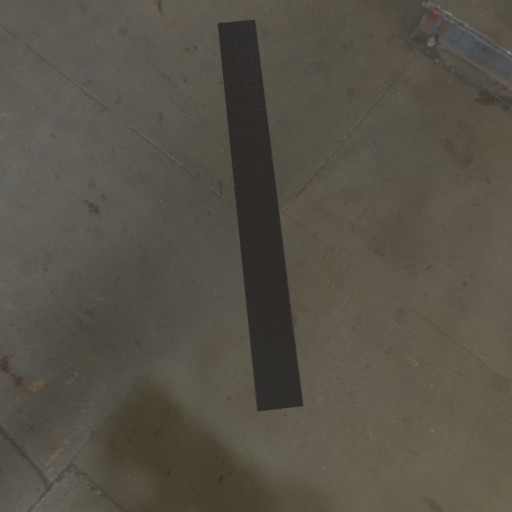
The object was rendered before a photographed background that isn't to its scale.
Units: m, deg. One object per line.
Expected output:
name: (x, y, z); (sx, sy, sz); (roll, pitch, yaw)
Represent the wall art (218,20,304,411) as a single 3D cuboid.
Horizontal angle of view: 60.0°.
wall art: (0.000, 0.000, 0.496); (0.030, 0.369, 0.294); (-6, 76, -1)
